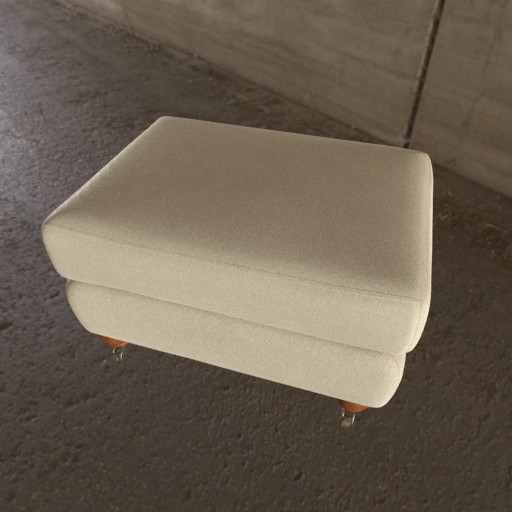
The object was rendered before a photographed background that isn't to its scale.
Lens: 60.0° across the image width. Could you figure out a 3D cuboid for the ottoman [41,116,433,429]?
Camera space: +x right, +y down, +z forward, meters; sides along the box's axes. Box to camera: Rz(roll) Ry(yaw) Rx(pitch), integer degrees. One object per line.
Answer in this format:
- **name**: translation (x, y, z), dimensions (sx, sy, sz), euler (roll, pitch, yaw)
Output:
- **ottoman**: translation (0.000, 0.000, 1.123), dimensions (0.773, 0.499, 0.569), euler (12, 43, 13)
